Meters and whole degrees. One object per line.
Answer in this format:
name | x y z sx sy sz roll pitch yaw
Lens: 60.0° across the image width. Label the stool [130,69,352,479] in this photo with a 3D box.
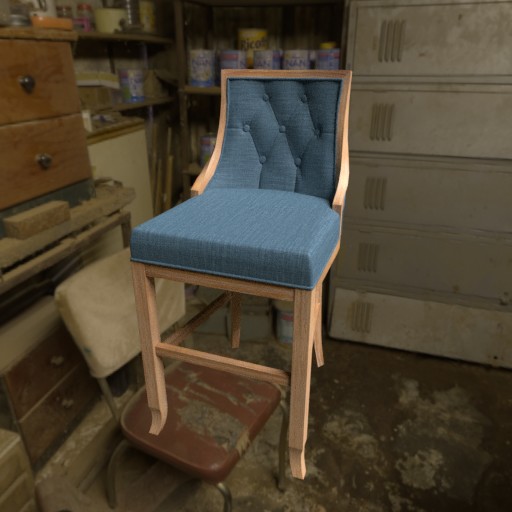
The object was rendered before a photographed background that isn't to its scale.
stool | 0.000 0.000 1.430 0.524 1.101 0.626 8 25 18
